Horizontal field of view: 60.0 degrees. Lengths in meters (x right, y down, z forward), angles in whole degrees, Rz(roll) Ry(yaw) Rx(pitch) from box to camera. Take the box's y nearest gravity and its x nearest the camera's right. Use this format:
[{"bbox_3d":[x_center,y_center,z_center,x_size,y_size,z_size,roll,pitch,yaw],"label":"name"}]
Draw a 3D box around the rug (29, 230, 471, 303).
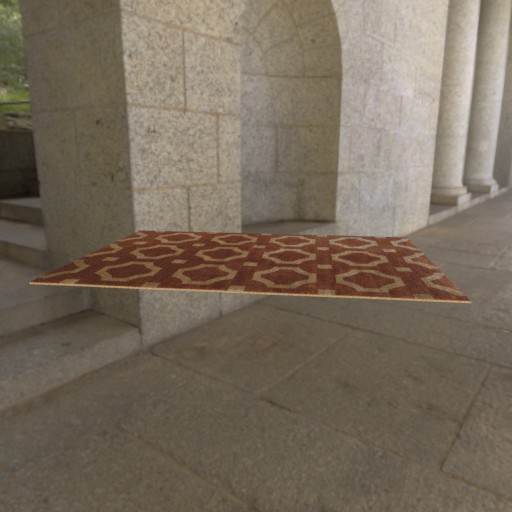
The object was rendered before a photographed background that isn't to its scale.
[{"bbox_3d":[0.000,0.000,3.012,2.286,0.016,1.555,2,14,7],"label":"rug"}]
